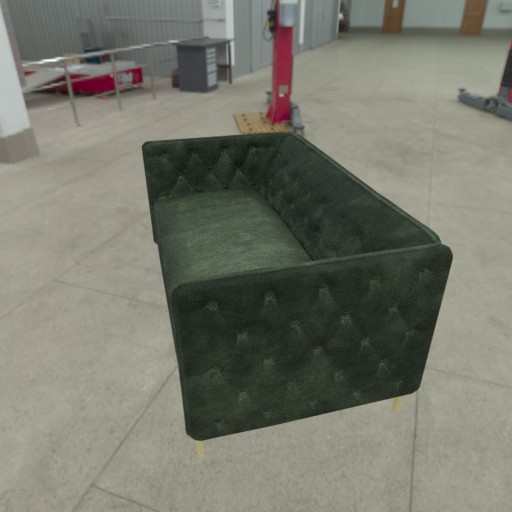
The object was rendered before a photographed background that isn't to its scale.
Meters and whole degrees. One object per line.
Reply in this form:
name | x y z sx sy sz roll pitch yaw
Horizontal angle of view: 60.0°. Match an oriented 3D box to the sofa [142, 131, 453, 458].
sofa | 0.000 0.000 2.085 0.895 0.768 1.537 -8 31 -13
